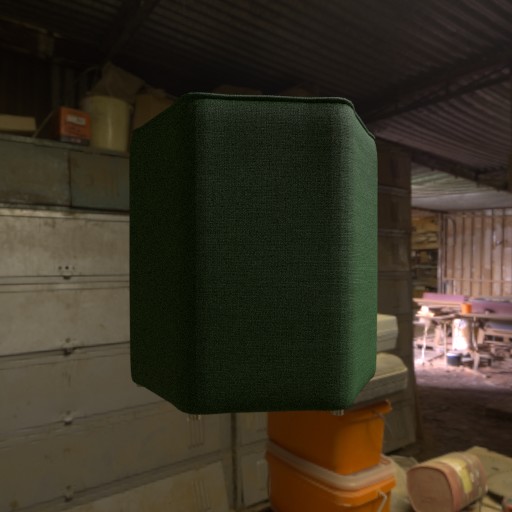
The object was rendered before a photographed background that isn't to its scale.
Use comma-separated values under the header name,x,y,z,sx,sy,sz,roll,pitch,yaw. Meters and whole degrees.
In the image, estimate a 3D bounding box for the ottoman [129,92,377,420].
name,x,y,z,sx,sy,sz,roll,pitch,yaw
ottoman,0.000,0.000,0.890,0.444,0.507,0.499,1,-1,-35
